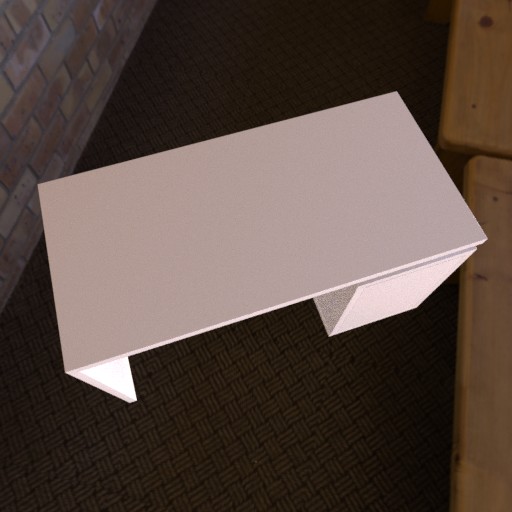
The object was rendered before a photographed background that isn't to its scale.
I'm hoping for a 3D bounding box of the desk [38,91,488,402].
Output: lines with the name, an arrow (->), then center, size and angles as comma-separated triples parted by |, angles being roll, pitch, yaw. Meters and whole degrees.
desk -> 0.000, 0.000, 1.858 | 1.400, 0.740, 0.690 | -17, 66, -8
